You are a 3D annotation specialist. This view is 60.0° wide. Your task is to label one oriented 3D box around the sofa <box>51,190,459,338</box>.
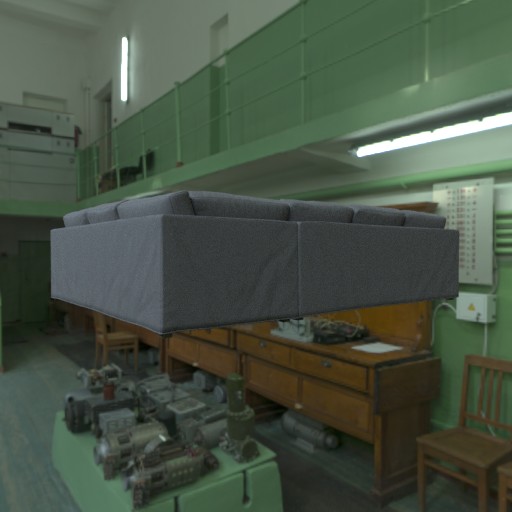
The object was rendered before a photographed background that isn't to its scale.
[{"bbox_3d":[0.000,0.000,4.318,3.182,0.871,2.432,-1,1,-38],"label":"sofa"}]
